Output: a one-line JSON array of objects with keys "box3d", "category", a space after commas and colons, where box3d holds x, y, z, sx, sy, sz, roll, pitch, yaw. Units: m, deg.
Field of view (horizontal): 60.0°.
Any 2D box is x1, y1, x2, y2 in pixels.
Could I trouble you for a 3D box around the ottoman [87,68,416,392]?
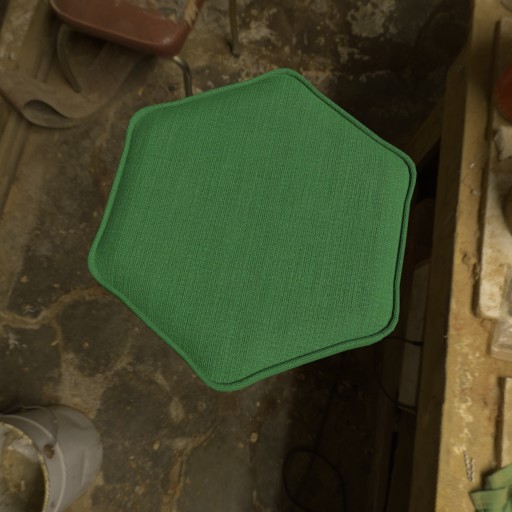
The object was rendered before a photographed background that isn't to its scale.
[{"box3d": [0.000, 0.000, 0.865, 0.444, 0.507, 0.499, 11, 76, 3], "category": "ottoman"}]
